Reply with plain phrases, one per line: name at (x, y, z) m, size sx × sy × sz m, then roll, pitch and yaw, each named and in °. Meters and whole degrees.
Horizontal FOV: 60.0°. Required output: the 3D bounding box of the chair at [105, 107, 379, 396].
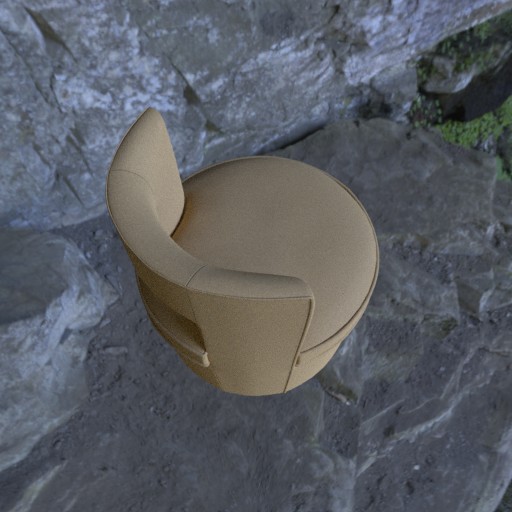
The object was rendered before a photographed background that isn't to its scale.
chair at (0.000, 0.000, 1.236) m, size 0.665 × 0.723 × 0.650 m, roll -31°, pitch 63°, yaw -18°
